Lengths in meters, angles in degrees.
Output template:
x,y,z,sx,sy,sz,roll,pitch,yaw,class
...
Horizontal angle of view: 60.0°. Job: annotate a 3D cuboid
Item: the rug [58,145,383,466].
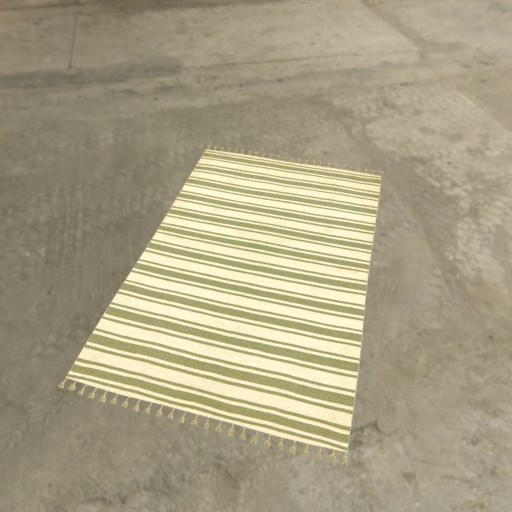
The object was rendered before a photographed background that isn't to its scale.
x,y,z,sx,sy,sz,roll,pitch,yaw,class
0.000,0.000,3.015,1.540,0.018,2.435,11,47,10,rug
